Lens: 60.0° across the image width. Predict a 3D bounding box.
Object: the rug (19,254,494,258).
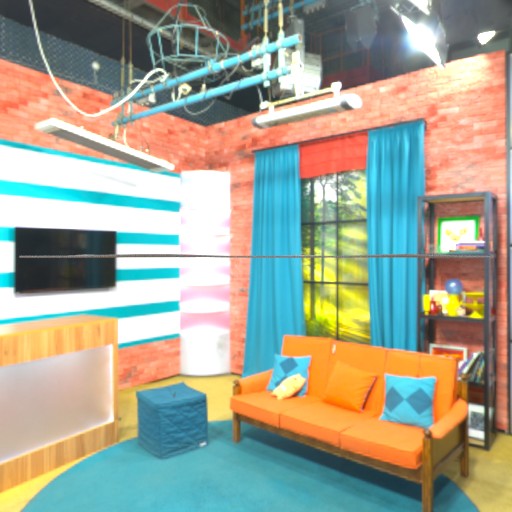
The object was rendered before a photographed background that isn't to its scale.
[{"bbox_3d":[0.000,0.000,4.320,3.333,0.027,2.428,0,0,-1],"label":"rug"}]
